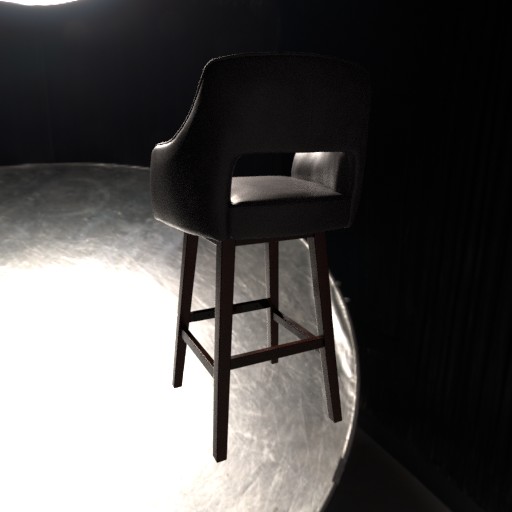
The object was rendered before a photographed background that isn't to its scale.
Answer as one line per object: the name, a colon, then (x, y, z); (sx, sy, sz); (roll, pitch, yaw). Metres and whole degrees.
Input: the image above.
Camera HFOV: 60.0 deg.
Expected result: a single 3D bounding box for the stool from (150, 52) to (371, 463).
stool: (0.000, 0.000, 1.330); (0.550, 1.041, 0.560); (-7, 17, -25)
